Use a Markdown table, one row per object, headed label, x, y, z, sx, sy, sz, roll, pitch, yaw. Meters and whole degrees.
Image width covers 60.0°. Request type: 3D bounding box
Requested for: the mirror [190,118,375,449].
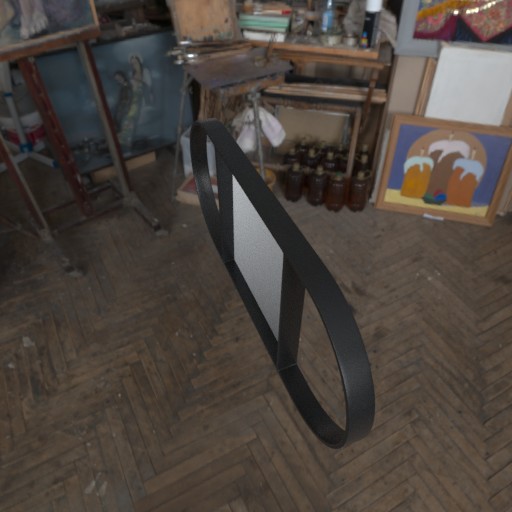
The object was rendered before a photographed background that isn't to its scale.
| label | x | y | z | sx | sy | sz | roll | pitch | yaw |
| --- | --- | --- | --- | --- | --- | --- | --- | --- | --- |
| mirror | 0.000 | 0.000 | 0.665 | 0.032 | 0.254 | 0.584 | -16 | 47 | -16 |
